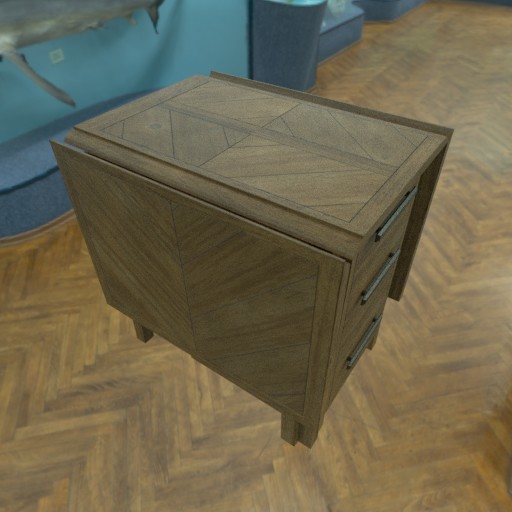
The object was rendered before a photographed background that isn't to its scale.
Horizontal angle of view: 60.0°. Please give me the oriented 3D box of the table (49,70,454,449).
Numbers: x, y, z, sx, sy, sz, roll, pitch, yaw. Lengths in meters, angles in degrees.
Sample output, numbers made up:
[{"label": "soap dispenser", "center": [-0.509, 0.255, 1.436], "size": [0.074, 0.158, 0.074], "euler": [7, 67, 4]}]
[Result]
[{"label": "table", "center": [0.000, 0.000, 1.279], "size": [0.746, 0.763, 0.591], "euler": [24, 46, 26]}]
